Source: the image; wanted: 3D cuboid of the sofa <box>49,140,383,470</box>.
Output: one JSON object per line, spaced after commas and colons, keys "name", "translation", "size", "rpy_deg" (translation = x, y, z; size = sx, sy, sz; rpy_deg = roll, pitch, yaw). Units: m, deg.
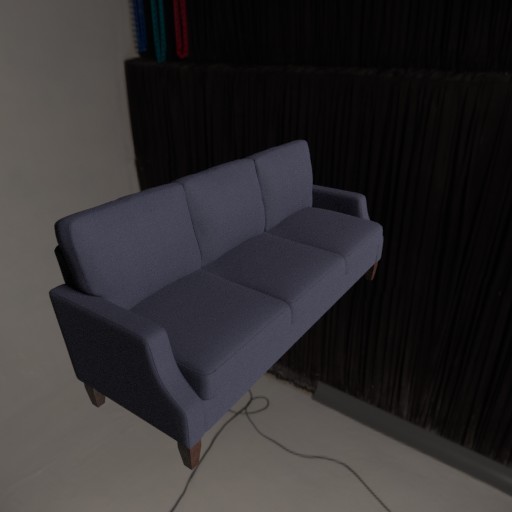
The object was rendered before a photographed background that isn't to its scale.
{"name": "sofa", "translation": [0.000, 0.000, 2.608], "size": [0.888, 0.984, 2.115], "rpy_deg": [17, 31, 31]}
